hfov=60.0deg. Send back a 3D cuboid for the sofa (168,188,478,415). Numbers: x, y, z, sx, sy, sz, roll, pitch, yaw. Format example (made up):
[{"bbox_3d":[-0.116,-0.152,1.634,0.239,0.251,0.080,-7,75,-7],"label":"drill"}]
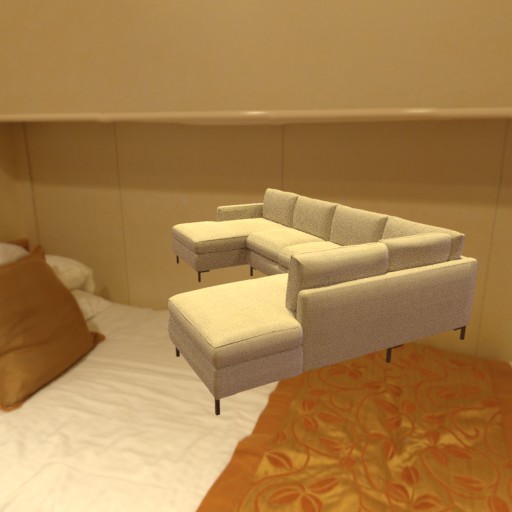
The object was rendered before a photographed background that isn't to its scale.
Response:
[{"bbox_3d":[0.000,0.000,3.643,1.879,0.756,2.737,-8,18,-26],"label":"sofa"}]
